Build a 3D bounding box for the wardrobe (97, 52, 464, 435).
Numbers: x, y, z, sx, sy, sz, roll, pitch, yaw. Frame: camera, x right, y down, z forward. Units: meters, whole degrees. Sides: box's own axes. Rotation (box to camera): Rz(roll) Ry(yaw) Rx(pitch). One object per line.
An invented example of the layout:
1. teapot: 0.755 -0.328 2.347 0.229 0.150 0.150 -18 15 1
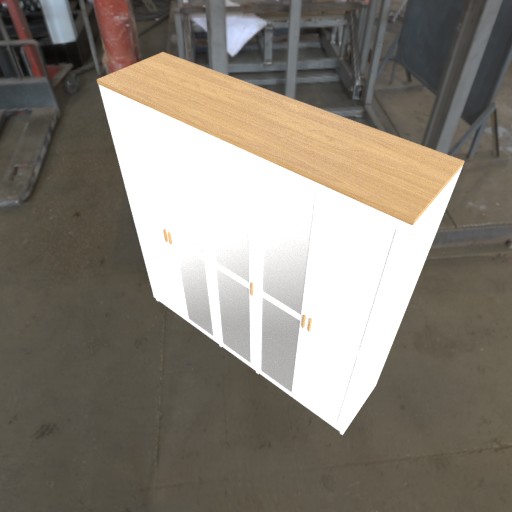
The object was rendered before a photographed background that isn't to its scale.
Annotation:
1. wardrobe: 0.000 0.000 3.301 2.160 2.260 0.590 30 53 26
